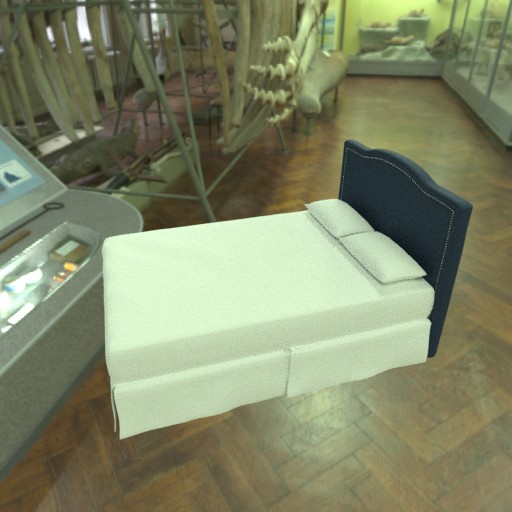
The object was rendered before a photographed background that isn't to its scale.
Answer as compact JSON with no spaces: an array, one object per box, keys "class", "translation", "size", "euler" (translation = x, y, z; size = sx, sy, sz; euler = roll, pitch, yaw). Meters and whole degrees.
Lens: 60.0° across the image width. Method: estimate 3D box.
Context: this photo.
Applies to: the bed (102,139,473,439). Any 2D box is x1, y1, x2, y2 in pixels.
[{"class":"bed","translation":[0.000,0.000,3.586],"size":[2.507,1.441,1.741],"euler":[-9,31,-15]}]
